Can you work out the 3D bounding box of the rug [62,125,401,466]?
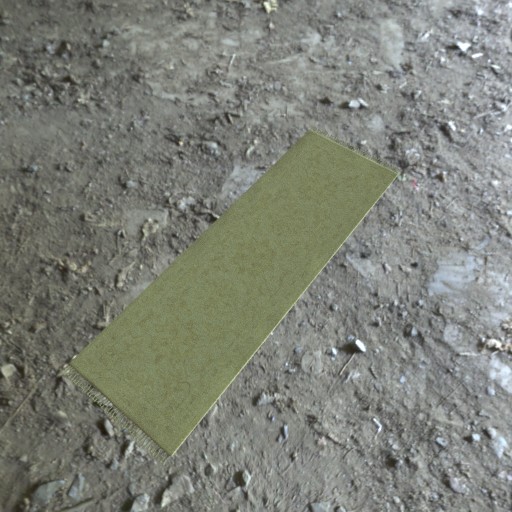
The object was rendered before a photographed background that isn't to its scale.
[{"bbox_3d":[0.000,0.000,2.895,0.795,0.015,2.544,33,63,19],"label":"rug"}]
